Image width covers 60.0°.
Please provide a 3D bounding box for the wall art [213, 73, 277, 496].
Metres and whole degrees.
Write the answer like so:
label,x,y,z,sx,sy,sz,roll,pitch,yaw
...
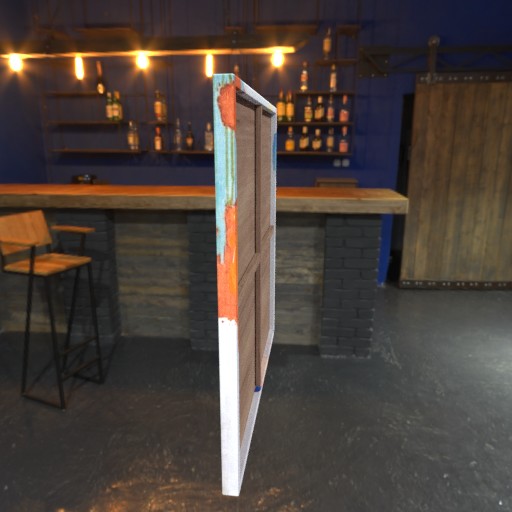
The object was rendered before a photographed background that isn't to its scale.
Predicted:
label,x,y,z,sx,sy,sz,roll,pitch,yaw
wall art,0.000,0.000,1.502,0.044,1.017,1.017,2,15,7
